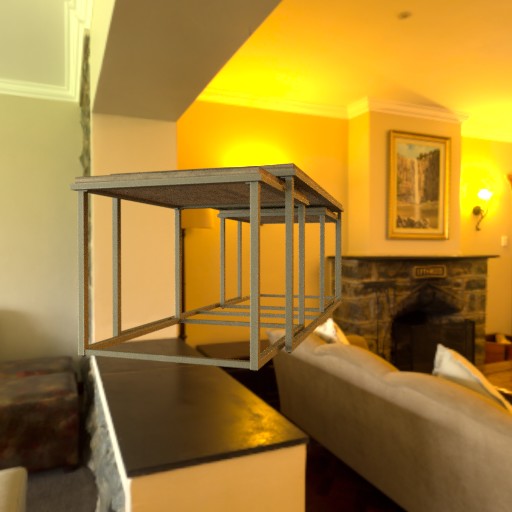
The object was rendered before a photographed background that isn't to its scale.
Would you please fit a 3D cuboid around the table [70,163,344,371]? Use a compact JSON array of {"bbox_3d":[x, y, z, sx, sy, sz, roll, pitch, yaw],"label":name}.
[{"bbox_3d":[0.000,0.000,1.521,0.489,0.427,1.312,0,1,17],"label":"table"}]
